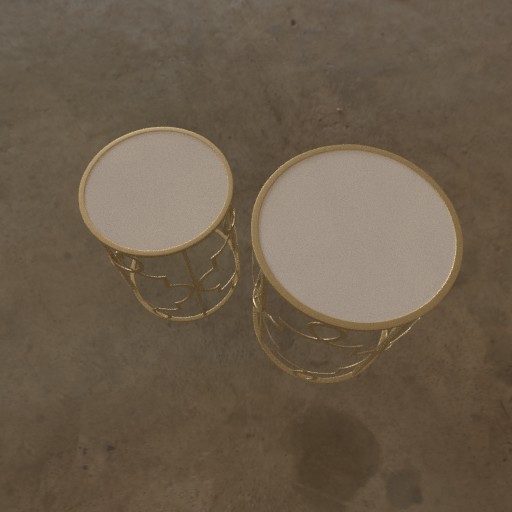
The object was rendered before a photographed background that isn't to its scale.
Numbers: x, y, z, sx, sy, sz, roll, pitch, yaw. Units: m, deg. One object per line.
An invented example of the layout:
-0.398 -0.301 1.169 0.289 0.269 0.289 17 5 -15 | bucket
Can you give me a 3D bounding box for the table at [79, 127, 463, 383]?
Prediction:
0.000 0.000 1.173 0.846 0.564 0.420 18 66 8 | table
